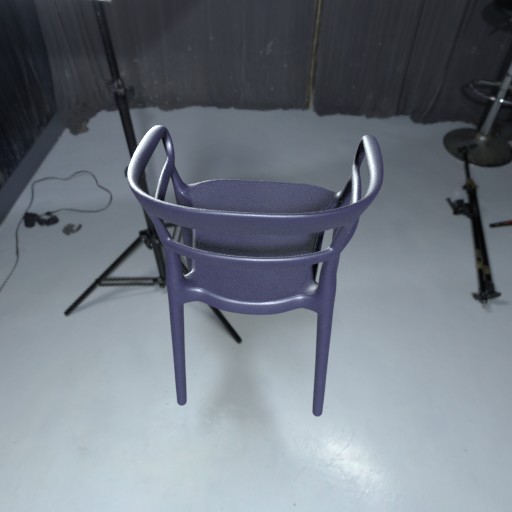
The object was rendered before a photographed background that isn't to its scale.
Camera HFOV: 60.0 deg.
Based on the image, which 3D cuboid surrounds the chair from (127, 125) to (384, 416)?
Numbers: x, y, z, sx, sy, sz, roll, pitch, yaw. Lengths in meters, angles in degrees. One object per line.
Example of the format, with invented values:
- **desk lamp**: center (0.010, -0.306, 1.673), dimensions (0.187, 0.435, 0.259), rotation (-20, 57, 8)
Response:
- **chair**: center (0.000, 0.000, 1.152), dimensions (0.559, 0.761, 0.527), rotation (3, 48, 3)
